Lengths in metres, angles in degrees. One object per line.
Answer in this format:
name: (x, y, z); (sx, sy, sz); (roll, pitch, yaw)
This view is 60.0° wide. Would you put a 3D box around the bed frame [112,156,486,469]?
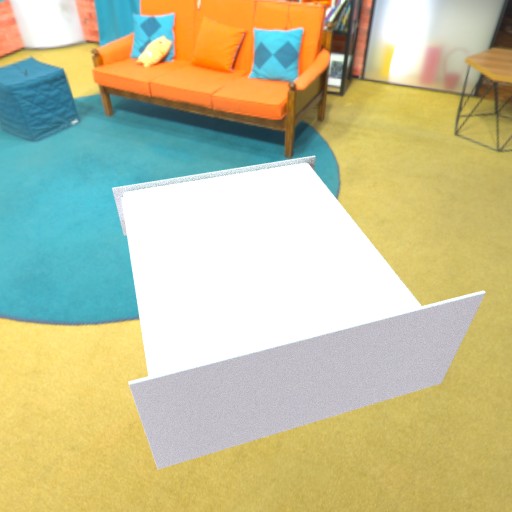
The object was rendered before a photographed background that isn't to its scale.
bed frame: (0.000, 0.000, 2.983); (1.720, 0.800, 2.060); (-12, 43, -13)
